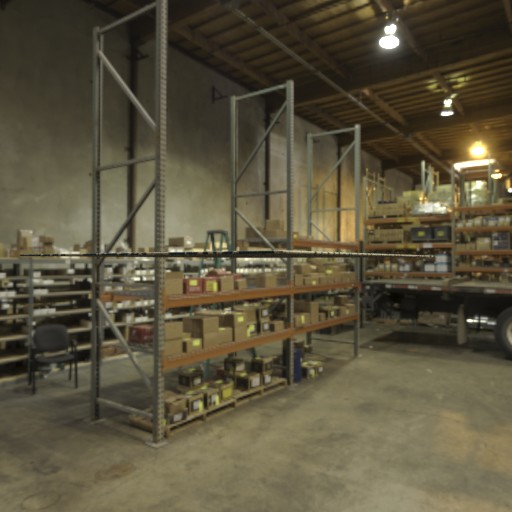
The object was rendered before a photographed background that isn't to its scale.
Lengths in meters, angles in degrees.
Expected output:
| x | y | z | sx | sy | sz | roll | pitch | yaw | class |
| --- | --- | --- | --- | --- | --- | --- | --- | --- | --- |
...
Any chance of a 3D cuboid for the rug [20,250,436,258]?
| x | y | z | sx | sy | sz | roll | pitch | yaw | class |
| --- | --- | --- | --- | --- | --- | --- | --- | --- | --- |
| 0.000 | 0.000 | 4.018 | 2.416 | 0.014 | 3.017 | 0 | -1 | 35 | rug |
